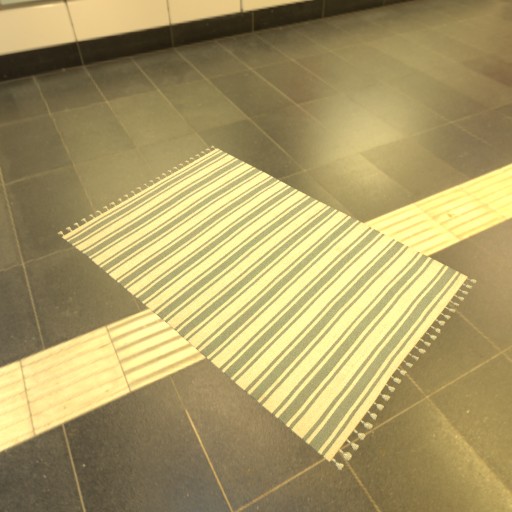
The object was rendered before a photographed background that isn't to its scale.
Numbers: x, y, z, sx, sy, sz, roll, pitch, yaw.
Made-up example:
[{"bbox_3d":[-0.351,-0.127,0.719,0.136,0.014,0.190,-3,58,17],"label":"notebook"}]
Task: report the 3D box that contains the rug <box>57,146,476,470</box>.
[{"bbox_3d":[0.000,0.000,2.979,2.410,0.011,1.539,32,54,28],"label":"rug"}]
